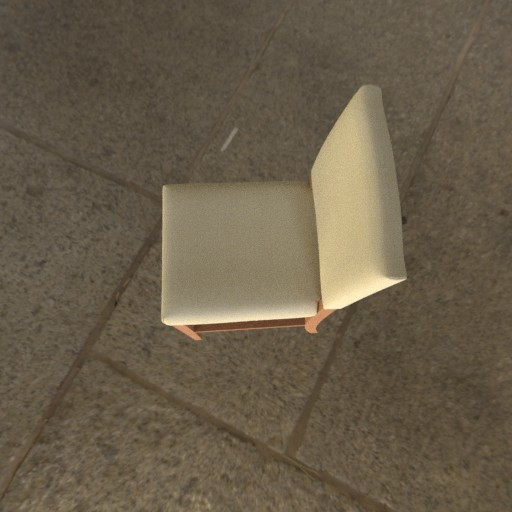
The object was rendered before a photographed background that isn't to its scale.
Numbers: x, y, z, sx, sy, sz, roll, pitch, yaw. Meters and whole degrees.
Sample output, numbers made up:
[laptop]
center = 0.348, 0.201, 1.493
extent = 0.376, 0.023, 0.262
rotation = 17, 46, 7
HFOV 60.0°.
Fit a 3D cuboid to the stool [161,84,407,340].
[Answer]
[stool]
center = 0.000, 0.000, 1.457
extent = 0.584, 1.168, 0.445
rotation = -3, 75, -1
